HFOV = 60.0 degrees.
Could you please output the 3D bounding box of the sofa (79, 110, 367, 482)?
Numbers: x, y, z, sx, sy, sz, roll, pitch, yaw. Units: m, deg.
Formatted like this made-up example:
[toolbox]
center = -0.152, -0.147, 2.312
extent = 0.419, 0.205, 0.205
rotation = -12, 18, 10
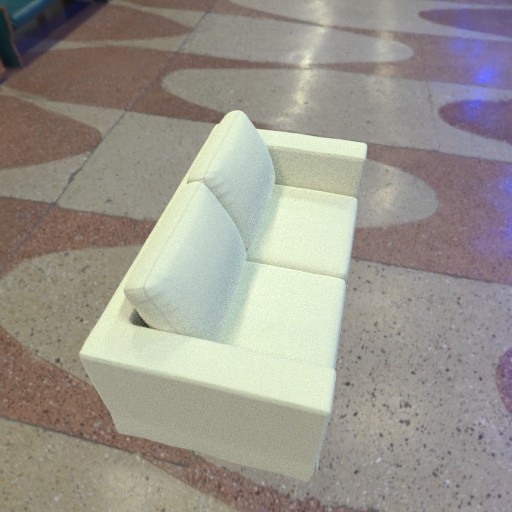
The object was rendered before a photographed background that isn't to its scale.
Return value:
[sofa]
center = 0.000, 0.000, 2.381
extent = 1.009, 0.932, 1.813
rotation = 10, 47, 10
